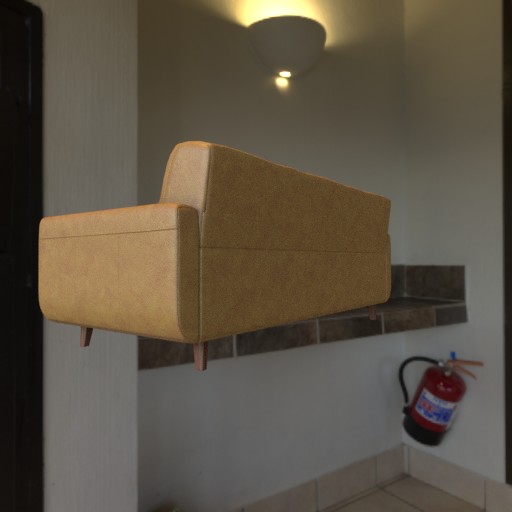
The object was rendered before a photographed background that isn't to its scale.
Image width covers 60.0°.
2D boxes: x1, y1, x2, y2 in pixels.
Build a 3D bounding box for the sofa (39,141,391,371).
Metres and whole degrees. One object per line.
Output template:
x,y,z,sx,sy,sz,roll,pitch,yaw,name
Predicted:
0.000,0.000,2.638,0.980,0.892,2.137,0,-1,36,sofa
